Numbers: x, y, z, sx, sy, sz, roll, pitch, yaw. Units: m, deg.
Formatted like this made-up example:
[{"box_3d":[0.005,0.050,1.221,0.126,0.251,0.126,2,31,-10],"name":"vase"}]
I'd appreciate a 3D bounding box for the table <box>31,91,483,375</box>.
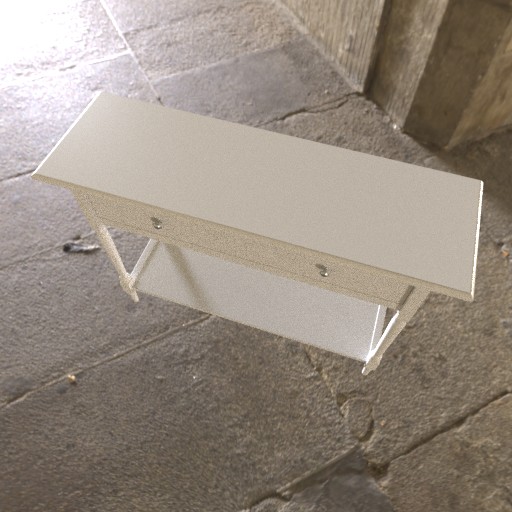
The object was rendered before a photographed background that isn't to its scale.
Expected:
[{"box_3d":[0.000,0.000,1.566,1.197,0.808,0.384,16,59,10],"name":"table"}]
